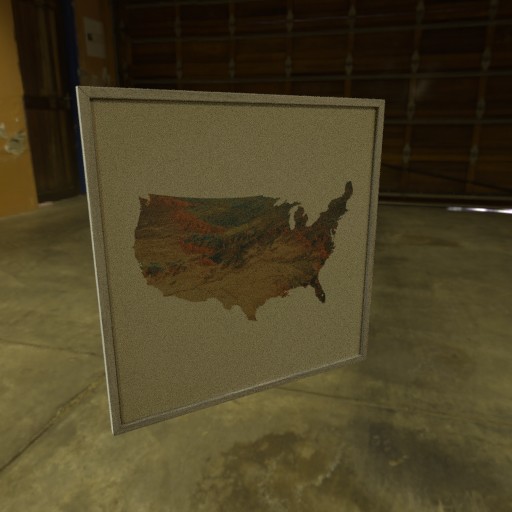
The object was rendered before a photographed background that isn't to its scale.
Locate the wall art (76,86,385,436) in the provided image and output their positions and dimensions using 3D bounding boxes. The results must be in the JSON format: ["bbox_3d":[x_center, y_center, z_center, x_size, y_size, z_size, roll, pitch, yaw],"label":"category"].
[{"bbox_3d":[0.000,0.000,0.738,0.508,0.507,0.016,-8,18,-27],"label":"wall art"}]
